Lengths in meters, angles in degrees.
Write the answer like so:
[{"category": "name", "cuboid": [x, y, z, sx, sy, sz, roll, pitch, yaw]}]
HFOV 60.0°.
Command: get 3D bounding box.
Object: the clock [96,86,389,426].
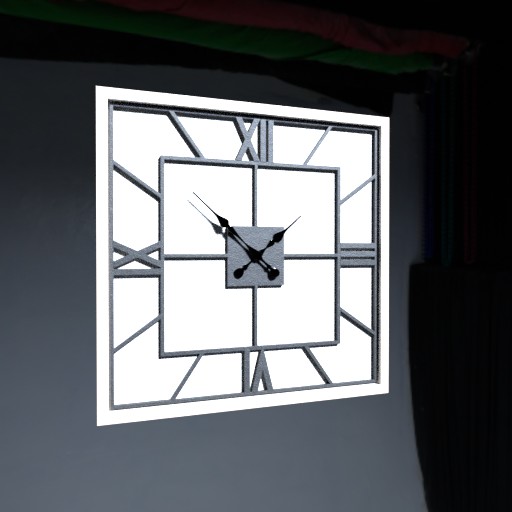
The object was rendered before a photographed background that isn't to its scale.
[{"category": "clock", "cuboid": [0.000, 0.000, 1.042, 0.705, 0.705, 0.032, 0, 1, -18]}]
